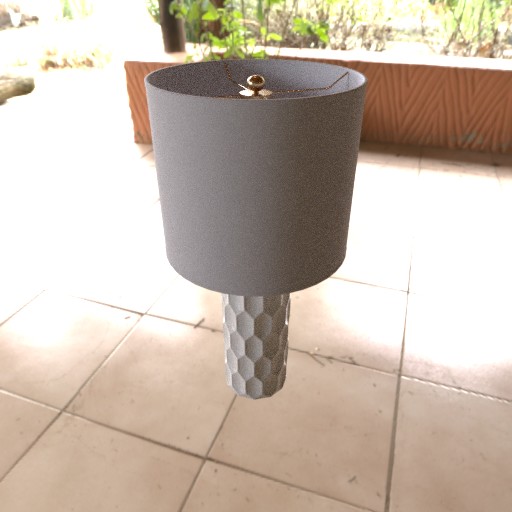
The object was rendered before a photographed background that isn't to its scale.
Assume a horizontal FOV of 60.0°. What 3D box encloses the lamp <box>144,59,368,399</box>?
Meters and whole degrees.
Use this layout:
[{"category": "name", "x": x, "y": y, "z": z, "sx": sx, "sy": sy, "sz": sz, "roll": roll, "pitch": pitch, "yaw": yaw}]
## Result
[{"category": "lamp", "x": 0.000, "y": 0.000, "z": 0.700, "sx": 0.277, "sy": 0.537, "sz": 0.277, "roll": 10, "pitch": 33, "yaw": 15}]
